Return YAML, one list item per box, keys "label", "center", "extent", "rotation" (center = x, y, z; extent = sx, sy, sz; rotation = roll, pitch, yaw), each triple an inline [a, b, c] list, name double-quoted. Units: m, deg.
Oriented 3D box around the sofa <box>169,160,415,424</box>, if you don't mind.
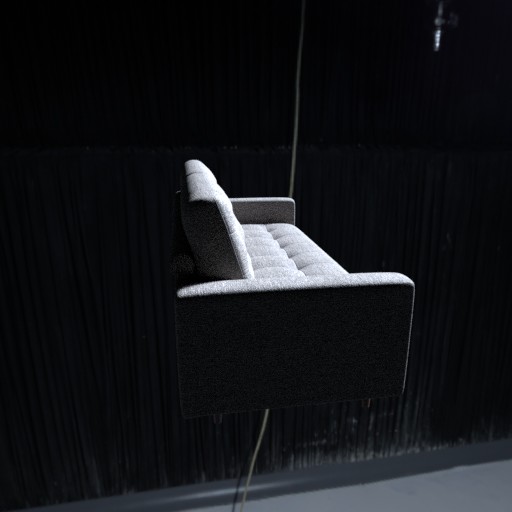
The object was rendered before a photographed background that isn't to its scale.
- label: "sofa"
  center: [0.000, 0.000, 2.371]
  extent: [0.863, 0.902, 1.821]
  rotation: [-3, 17, -9]
